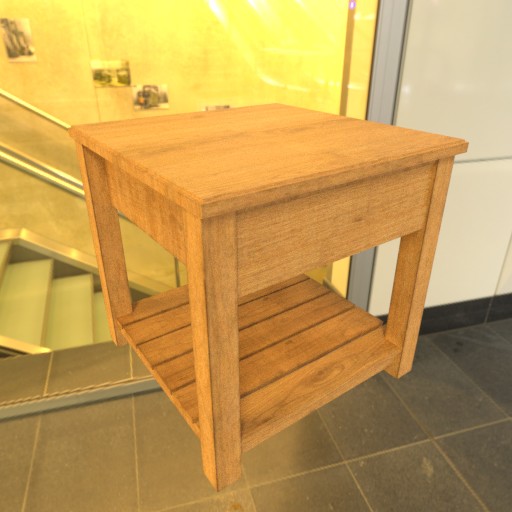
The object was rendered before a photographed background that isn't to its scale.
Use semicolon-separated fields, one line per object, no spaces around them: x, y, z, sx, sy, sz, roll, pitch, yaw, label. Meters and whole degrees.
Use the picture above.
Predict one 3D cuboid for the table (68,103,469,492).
0.000;0.000;1.077;0.612;0.593;0.616;-18;32;-31;table
